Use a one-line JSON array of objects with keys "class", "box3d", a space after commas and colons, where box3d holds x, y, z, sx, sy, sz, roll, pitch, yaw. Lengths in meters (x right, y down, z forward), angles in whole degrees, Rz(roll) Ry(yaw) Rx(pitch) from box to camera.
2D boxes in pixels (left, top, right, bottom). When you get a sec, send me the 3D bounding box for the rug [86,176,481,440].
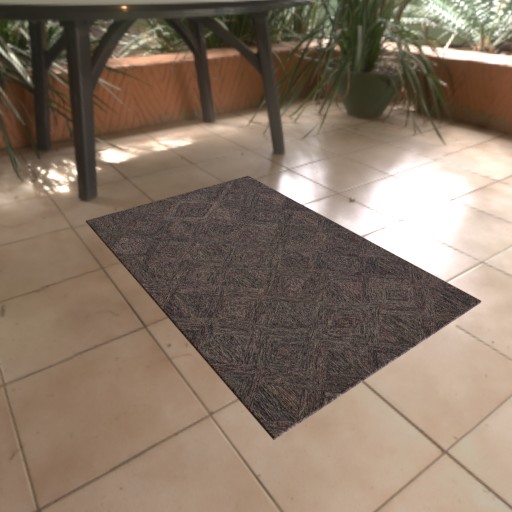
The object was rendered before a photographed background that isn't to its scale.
[{"class": "rug", "box3d": [0.000, 0.000, 2.929, 1.501, 0.017, 2.298, -21, 38, -30]}]
